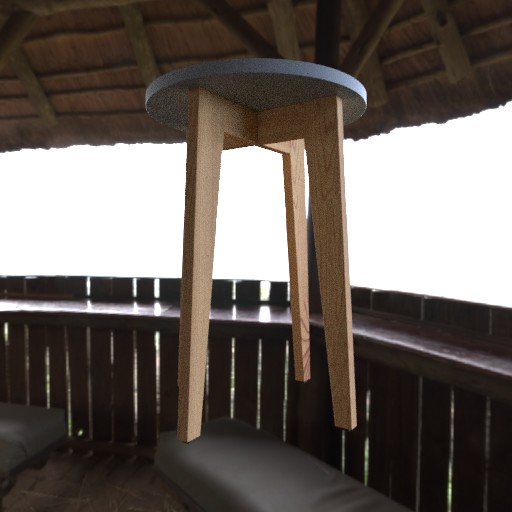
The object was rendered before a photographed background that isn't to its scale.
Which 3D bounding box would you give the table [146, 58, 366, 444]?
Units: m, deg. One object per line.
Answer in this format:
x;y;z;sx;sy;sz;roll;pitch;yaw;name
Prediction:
0.000;0.000;0.731;0.350;0.500;0.350;0;1;0;table
